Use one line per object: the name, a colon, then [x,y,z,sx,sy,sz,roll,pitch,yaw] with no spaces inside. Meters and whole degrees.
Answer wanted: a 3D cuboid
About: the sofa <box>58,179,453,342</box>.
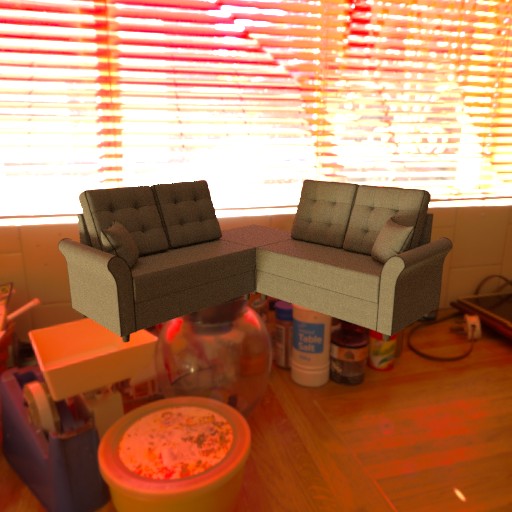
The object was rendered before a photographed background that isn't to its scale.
sofa: [0.000,0.000,3.305,2.070,0.988,2.068,14,20,43]
